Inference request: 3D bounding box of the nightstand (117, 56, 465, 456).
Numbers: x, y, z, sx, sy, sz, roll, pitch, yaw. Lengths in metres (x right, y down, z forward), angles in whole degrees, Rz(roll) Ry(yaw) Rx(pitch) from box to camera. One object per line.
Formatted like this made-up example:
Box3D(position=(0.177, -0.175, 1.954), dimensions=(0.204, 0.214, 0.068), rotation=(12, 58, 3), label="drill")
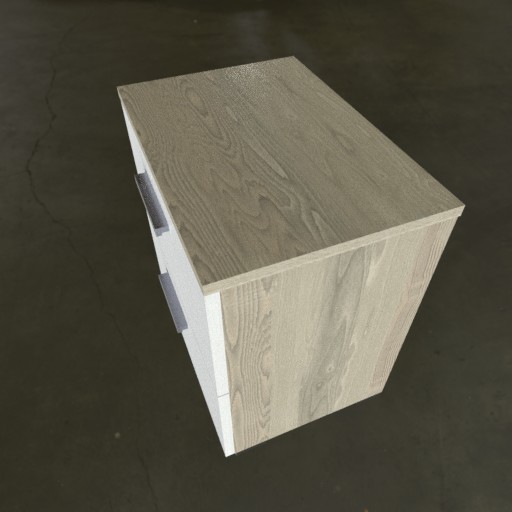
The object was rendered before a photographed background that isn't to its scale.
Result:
Box3D(position=(0.000, 0.000, 0.762), dimensions=(0.325, 0.461, 0.442), rotation=(-17, 48, -15), label="nightstand")
